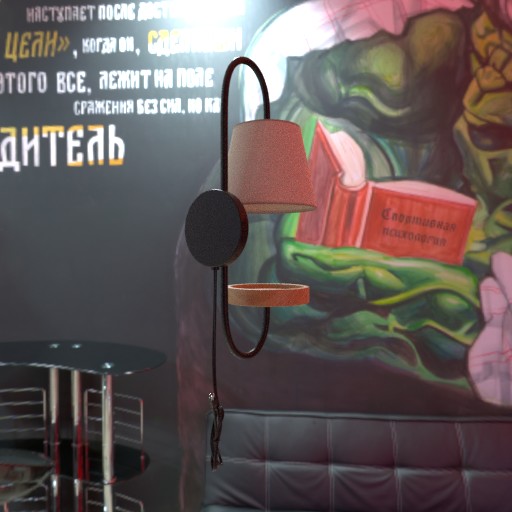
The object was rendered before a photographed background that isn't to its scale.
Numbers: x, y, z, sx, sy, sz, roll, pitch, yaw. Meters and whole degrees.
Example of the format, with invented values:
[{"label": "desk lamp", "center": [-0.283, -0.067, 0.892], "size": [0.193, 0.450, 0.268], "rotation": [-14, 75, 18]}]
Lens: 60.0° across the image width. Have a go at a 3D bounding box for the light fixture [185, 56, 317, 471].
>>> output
[{"label": "light fixture", "center": [0.000, 0.000, 0.945], "size": [0.220, 0.821, 0.299], "rotation": [0, 1, 37]}]
